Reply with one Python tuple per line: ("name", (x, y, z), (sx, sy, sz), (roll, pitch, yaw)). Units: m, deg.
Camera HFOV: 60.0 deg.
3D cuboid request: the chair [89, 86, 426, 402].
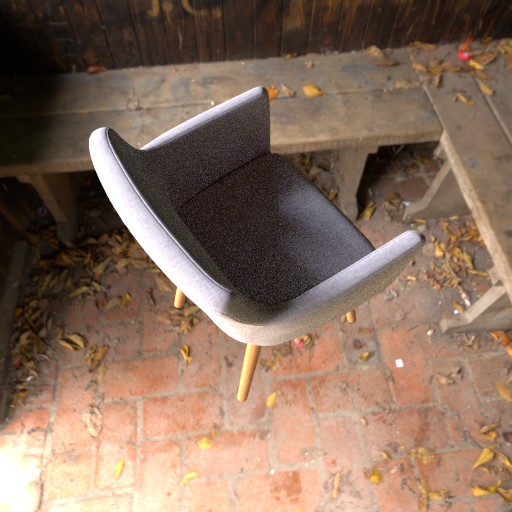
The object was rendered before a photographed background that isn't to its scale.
("chair", (0.000, 0.000, 1.135), (0.540, 0.780, 0.570), (-31, 64, -17))
